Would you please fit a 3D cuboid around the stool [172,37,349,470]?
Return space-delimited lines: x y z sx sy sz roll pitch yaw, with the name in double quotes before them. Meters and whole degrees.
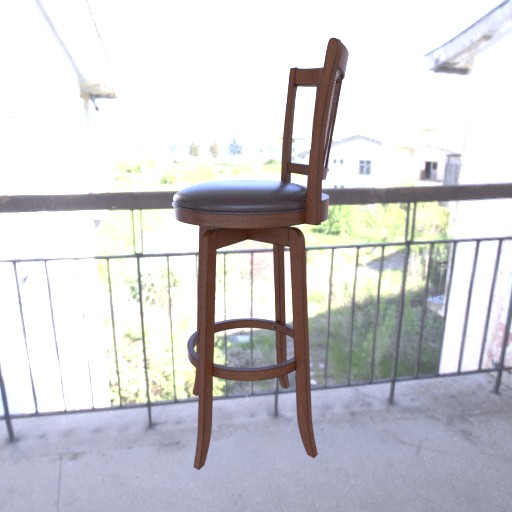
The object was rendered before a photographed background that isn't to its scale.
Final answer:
"stool" 0.000 0.000 1.393 0.503 1.177 0.464 -2 14 -8
